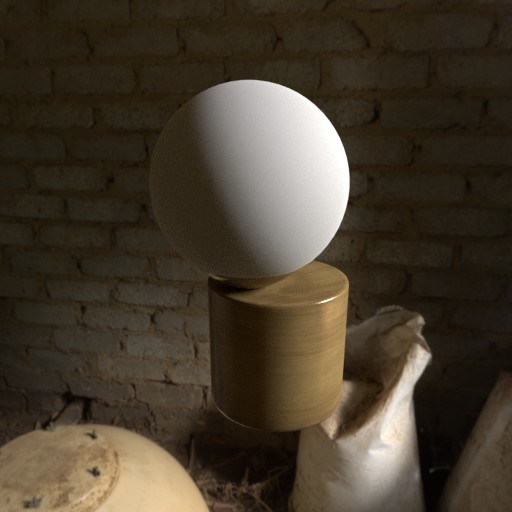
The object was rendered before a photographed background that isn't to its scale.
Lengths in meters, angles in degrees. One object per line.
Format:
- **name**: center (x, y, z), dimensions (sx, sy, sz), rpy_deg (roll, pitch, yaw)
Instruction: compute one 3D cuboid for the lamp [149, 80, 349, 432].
- **lamp**: center (0.000, 0.000, 0.339), dimensions (0.152, 0.250, 0.141), rpy_deg (-9, 20, -27)
